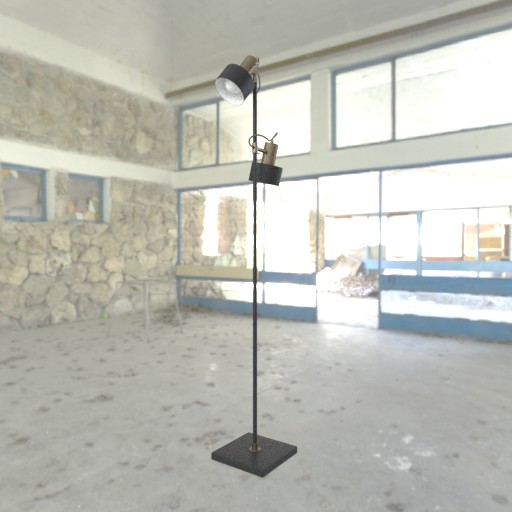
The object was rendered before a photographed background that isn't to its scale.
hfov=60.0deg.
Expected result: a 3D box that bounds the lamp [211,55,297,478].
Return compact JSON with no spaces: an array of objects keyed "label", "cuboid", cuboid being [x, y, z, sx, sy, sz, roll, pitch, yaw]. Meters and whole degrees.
[{"label":"lamp","cuboid":[0.000,0.000,1.667,0.233,1.505,0.315,0,0,36]}]
